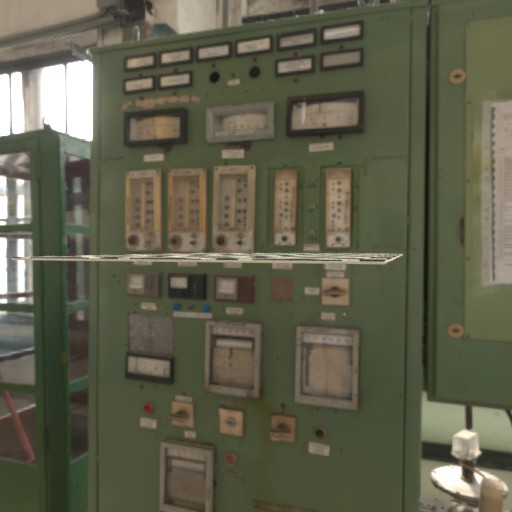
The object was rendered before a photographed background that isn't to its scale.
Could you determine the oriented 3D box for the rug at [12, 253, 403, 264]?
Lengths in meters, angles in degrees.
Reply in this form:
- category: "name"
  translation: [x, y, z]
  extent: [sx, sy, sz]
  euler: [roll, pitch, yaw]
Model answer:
- category: "rug"
  translation: [0.000, 0.000, 4.046]
  extent: [2.466, 0.021, 3.049]
  euler: [0, 1, 20]
